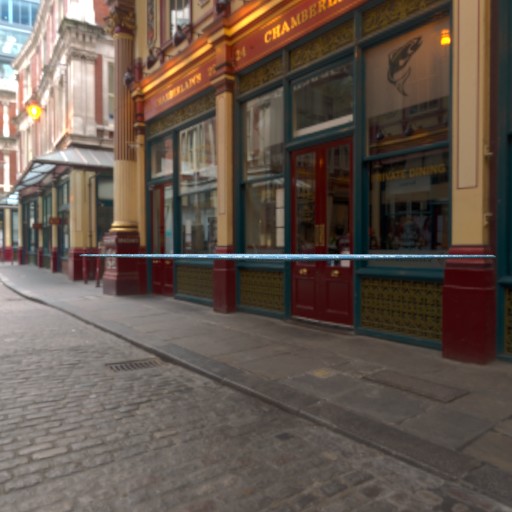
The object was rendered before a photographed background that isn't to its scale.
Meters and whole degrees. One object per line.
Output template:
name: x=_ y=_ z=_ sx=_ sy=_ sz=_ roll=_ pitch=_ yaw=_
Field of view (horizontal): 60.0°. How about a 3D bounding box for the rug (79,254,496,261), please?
rug: x=0.000 y=0.000 z=2.267 sx=1.211 sy=0.012 sz=1.833 roll=0 pitch=1 yaw=-38
